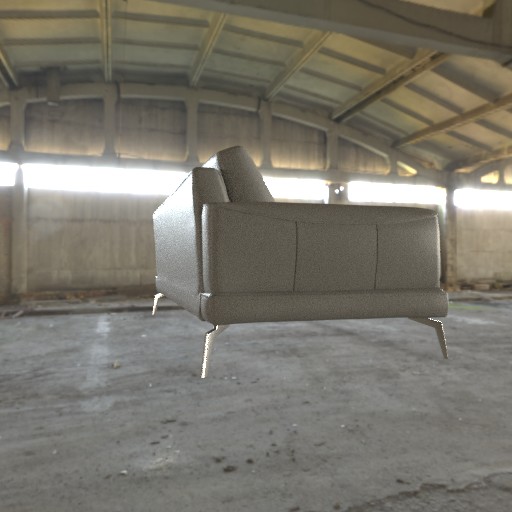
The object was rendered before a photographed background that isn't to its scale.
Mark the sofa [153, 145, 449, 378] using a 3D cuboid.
[{"bbox_3d":[0.000,0.000,2.784,1.121,0.930,2.177,0,-1,-18],"label":"sofa"}]
